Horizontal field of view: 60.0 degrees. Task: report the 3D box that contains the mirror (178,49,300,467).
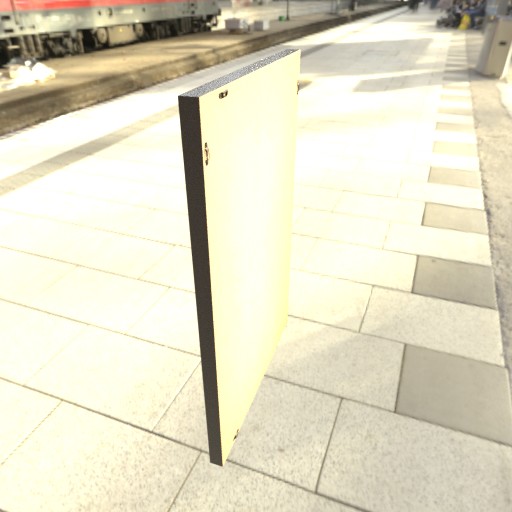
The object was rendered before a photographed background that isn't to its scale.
[{"bbox_3d":[0.000,0.000,1.152,0.041,0.915,0.609,10,33,16],"label":"mirror"}]
